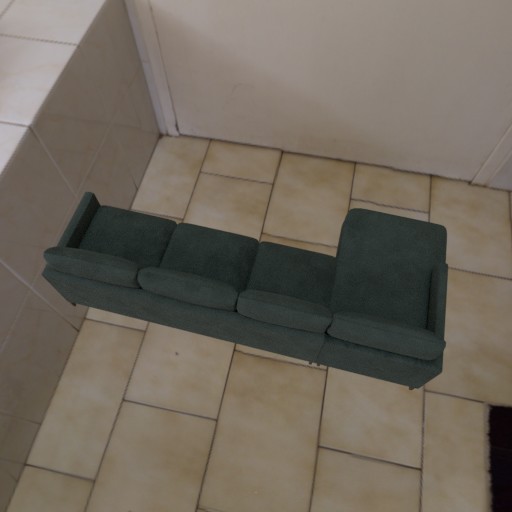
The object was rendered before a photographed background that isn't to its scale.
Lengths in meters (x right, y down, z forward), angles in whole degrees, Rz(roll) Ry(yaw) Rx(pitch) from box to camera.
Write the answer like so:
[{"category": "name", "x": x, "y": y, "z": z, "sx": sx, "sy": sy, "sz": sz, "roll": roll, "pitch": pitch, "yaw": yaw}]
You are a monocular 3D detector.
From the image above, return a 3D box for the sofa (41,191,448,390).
[{"category": "sofa", "x": 0.000, "y": 0.000, "z": 4.111, "sx": 3.400, "sy": 0.967, "sz": 1.500, "roll": 13, "pitch": 63, "yaw": 7}]
